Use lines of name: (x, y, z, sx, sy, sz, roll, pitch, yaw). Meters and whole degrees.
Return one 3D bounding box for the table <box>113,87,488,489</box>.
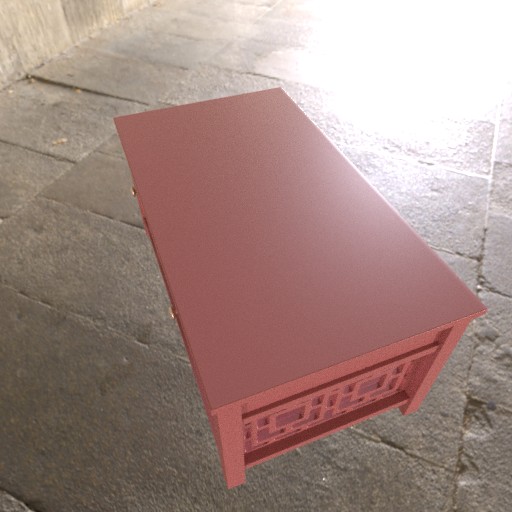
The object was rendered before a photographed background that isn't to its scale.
table: (0.000, 0.000, 1.359, 0.612, 0.493, 1.068, -16, 48, -15)
